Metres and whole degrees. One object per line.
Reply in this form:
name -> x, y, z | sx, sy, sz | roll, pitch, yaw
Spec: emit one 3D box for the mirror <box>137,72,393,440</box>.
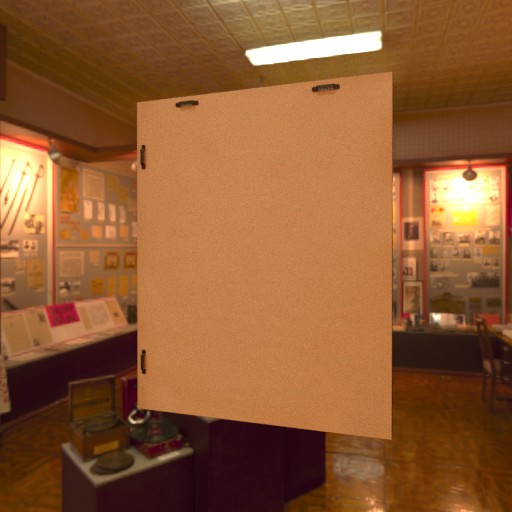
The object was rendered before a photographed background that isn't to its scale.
mirror -> 0.000, 0.000, 0.689 | 0.406, 0.509, 0.041 | 0, 0, 18
